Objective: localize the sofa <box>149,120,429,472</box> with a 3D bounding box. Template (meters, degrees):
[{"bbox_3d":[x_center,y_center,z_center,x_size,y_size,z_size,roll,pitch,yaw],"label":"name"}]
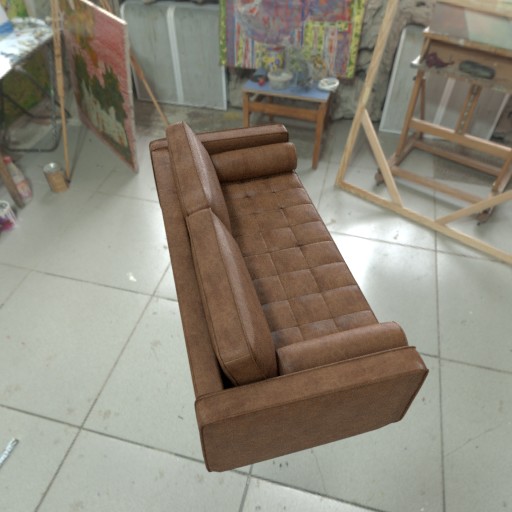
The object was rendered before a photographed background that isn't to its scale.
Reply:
[{"bbox_3d":[0.000,0.000,2.395,0.924,0.825,1.920,-11,47,-10],"label":"sofa"}]
